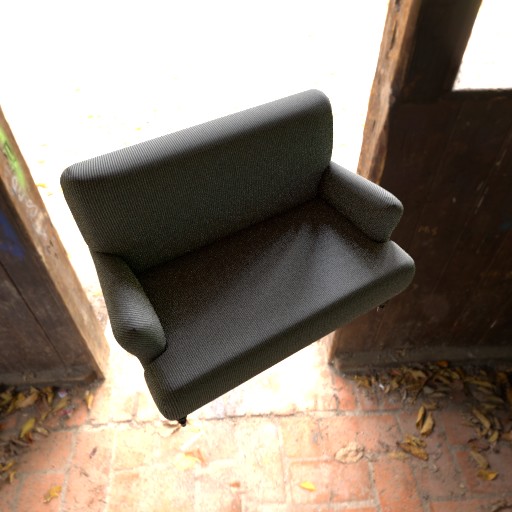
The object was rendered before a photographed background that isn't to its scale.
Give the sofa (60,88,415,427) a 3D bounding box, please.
[{"bbox_3d":[0.000,0.000,1.873,1.297,0.889,0.779,-25,52,-21],"label":"sofa"}]
